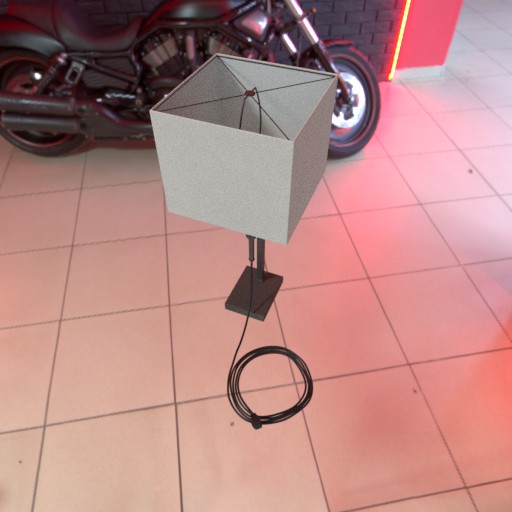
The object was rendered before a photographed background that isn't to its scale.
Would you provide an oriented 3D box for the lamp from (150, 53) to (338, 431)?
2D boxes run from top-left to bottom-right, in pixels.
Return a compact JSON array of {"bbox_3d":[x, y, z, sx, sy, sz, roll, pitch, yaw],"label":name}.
[{"bbox_3d":[0.000,0.000,1.010,0.399,0.660,0.504,17,49,15],"label":"lamp"}]
